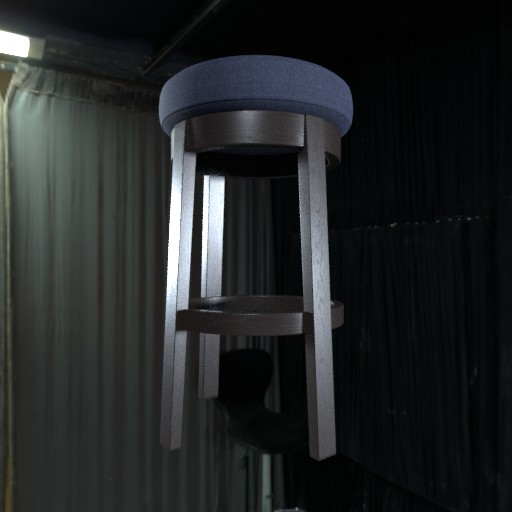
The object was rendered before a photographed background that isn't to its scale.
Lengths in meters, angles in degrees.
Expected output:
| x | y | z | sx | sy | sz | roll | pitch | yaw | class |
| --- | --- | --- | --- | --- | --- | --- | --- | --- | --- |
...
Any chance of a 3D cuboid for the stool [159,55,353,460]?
| x | y | z | sx | sy | sz | roll | pitch | yaw | class |
| --- | --- | --- | --- | --- | --- | --- | --- | --- | --- |
| 0.000 | 0.000 | 1.001 | 0.446 | 0.758 | 0.446 | 0 | 0 | 0 | stool |
